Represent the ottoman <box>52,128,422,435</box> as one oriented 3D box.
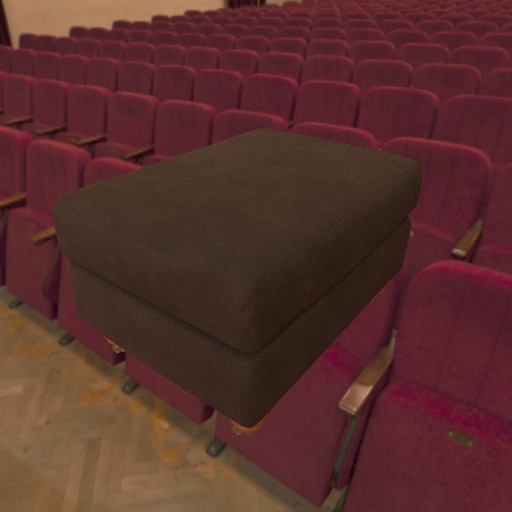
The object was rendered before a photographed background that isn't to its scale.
[{"bbox_3d":[0.000,0.000,1.155,0.574,0.497,0.773,21,37,32],"label":"ottoman"}]
